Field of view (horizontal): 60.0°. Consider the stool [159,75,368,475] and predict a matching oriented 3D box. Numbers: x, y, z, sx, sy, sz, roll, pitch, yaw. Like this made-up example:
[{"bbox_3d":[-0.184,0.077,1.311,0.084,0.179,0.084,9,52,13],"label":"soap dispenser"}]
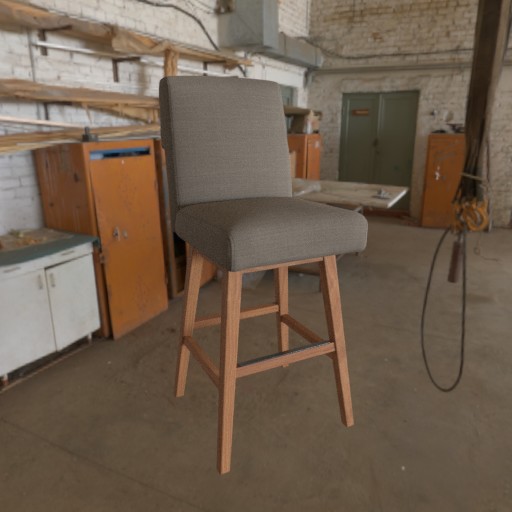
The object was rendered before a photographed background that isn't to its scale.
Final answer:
[{"bbox_3d":[0.000,0.000,1.421,0.483,1.112,0.570,-8,19,-26],"label":"stool"}]
